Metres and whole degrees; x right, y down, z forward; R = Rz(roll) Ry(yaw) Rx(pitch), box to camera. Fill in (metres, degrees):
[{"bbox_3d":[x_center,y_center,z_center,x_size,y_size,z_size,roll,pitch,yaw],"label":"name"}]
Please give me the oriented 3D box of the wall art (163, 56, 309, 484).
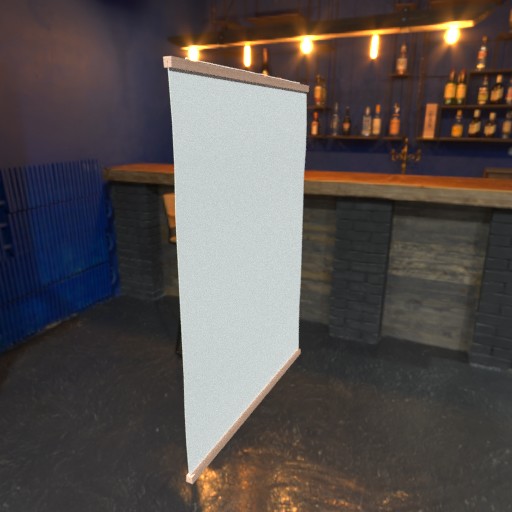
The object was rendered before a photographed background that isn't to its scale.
[{"bbox_3d":[0.000,0.000,1.317,0.020,1.013,0.758,8,18,26],"label":"wall art"}]
